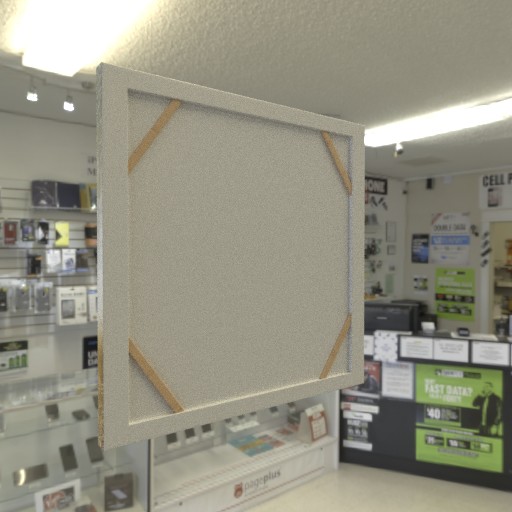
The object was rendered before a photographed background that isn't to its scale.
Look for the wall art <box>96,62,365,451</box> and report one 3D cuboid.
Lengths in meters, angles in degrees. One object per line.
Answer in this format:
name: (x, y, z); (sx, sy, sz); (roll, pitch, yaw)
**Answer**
wall art: (0.000, 0.000, 1.579); (1.092, 1.091, 0.051); (-1, 1, -36)
